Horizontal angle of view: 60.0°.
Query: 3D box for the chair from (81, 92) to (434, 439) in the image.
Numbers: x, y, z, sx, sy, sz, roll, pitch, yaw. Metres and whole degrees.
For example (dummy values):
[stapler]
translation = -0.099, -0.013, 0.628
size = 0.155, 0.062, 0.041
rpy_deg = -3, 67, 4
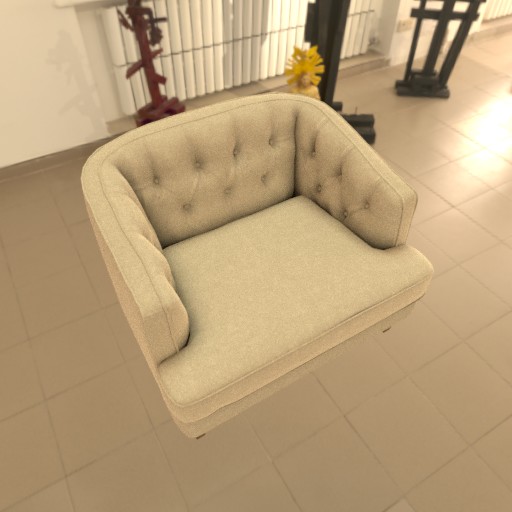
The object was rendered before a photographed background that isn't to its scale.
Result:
[chair]
translation = 0.000, 0.000, 1.777
size = 1.104, 0.852, 0.941
rpy_deg = -23, 51, -21
